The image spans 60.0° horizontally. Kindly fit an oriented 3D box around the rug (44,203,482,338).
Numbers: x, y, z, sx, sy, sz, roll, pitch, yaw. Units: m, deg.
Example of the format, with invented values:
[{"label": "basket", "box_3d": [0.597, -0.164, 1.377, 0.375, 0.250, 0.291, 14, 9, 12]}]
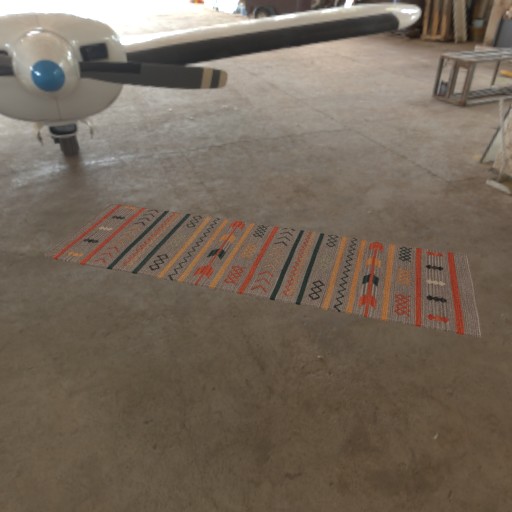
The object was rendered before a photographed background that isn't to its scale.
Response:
[{"label": "rug", "box_3d": [0.000, 0.000, 2.634, 2.419, 0.022, 0.744, 9, 34, 14]}]
